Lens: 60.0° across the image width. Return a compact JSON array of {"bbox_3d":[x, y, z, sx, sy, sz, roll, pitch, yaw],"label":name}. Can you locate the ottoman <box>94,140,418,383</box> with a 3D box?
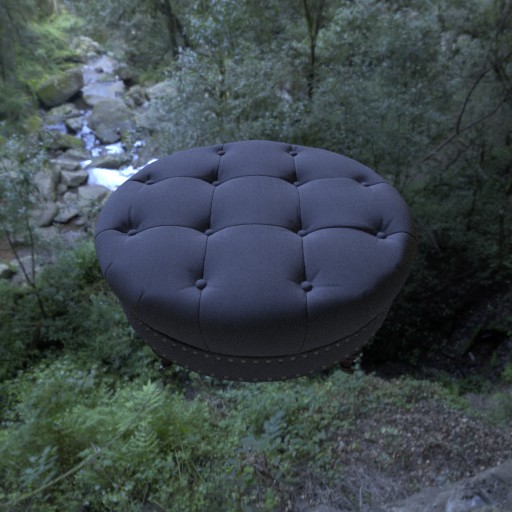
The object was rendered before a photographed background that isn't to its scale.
[{"bbox_3d":[0.000,0.000,1.377,0.901,0.439,0.901,0,41,0],"label":"ottoman"}]
